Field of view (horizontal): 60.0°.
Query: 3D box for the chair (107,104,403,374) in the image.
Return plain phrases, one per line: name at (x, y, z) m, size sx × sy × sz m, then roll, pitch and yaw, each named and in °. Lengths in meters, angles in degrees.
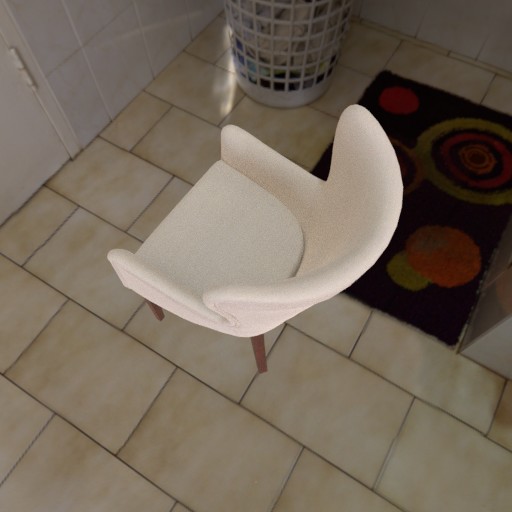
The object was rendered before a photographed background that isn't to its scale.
chair at (0.000, 0.000, 1.545) m, size 0.744 × 0.990 × 0.696 m, roll 31°, pitch 67°, yaw 15°
